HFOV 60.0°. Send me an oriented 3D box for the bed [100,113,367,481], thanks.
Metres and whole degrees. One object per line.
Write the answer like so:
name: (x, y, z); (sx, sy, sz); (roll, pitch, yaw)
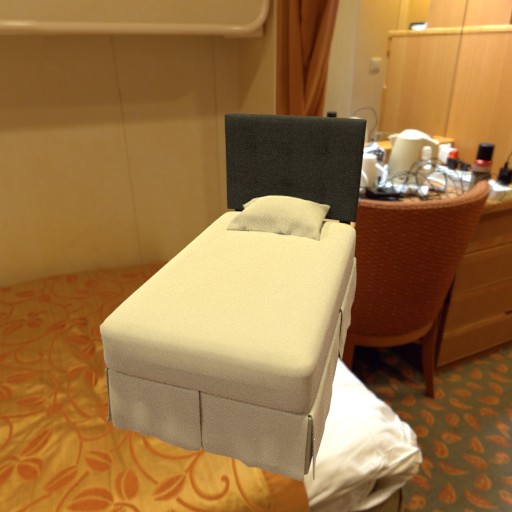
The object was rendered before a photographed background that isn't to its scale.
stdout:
bed: (0.000, 0.000, 2.986); (1.261, 1.571, 1.997); (8, 26, 16)
